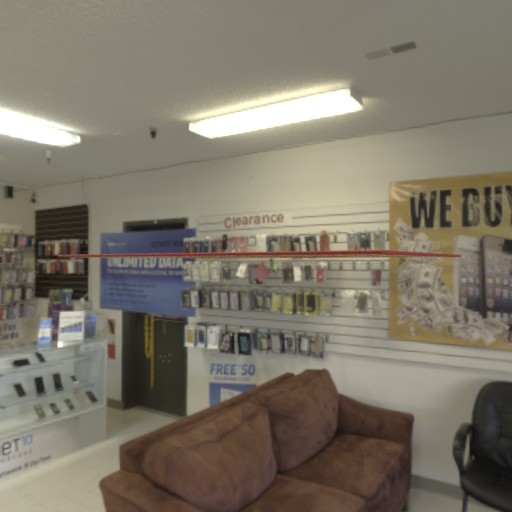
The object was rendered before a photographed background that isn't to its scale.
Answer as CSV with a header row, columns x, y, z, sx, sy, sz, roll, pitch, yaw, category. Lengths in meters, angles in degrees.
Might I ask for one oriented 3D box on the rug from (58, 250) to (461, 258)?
x,y,z,sx,sy,sz,roll,pitch,yaw,category
0.000,0.000,2.369,1.802,0.013,1.194,0,-1,36,rug
